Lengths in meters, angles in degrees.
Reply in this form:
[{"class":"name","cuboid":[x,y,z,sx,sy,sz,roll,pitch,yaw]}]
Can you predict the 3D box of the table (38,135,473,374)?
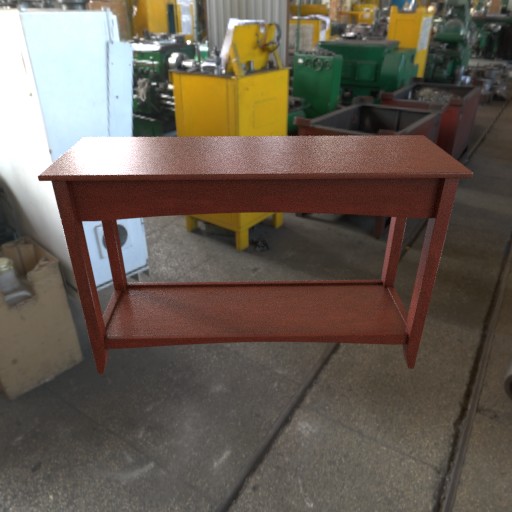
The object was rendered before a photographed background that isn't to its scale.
[{"class":"table","cuboid":[0.000,0.000,1.558,1.188,0.739,0.392,-1,30,-1]}]
